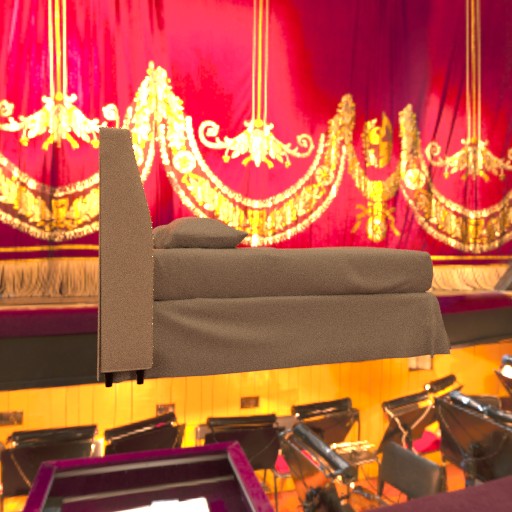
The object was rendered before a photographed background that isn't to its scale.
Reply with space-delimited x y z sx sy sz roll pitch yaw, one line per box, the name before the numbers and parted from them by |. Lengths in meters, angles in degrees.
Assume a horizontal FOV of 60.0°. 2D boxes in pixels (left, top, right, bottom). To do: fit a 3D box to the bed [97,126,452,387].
bed | 0.000 0.000 3.438 2.276 1.332 1.925 0 0 -18
